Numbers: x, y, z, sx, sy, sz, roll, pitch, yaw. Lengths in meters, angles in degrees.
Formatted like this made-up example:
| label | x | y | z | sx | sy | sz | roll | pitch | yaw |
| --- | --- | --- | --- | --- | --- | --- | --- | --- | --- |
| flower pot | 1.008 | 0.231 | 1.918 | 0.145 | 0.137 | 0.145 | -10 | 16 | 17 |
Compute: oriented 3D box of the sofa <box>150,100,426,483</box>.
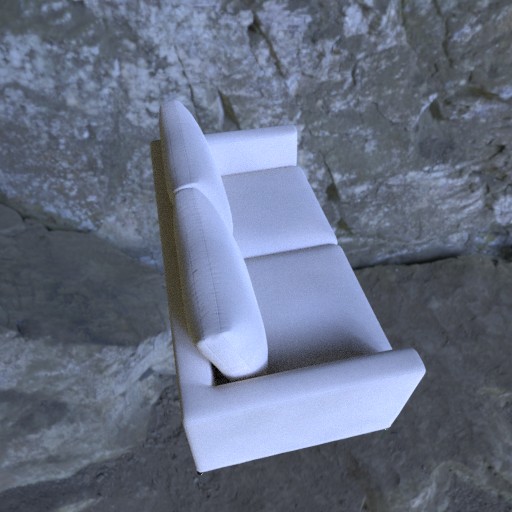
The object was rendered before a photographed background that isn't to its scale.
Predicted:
| label | x | y | z | sx | sy | sz | roll | pitch | yaw |
| --- | --- | --- | --- | --- | --- | --- | --- | --- | --- |
| sofa | 0.000 | 0.000 | 2.246 | 0.906 | 0.995 | 1.739 | -9 | 48 | -9 |
